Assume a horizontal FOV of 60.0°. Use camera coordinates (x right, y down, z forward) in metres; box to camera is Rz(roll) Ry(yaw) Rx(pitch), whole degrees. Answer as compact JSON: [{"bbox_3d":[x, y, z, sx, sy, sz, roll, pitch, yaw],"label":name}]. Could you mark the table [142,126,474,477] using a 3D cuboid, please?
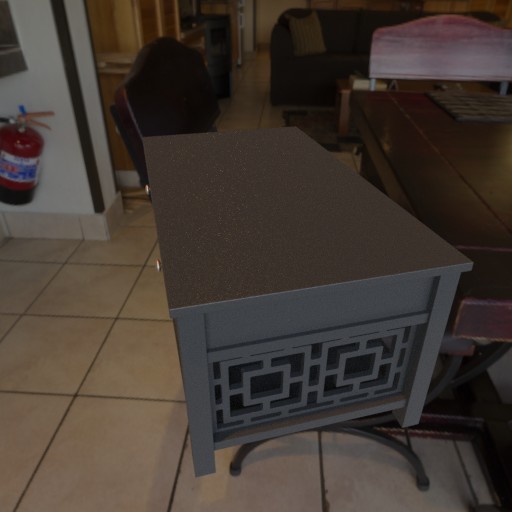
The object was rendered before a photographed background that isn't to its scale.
[{"bbox_3d":[0.000,0.000,1.381,0.612,0.493,1.068,-8,32,-13],"label":"table"}]
